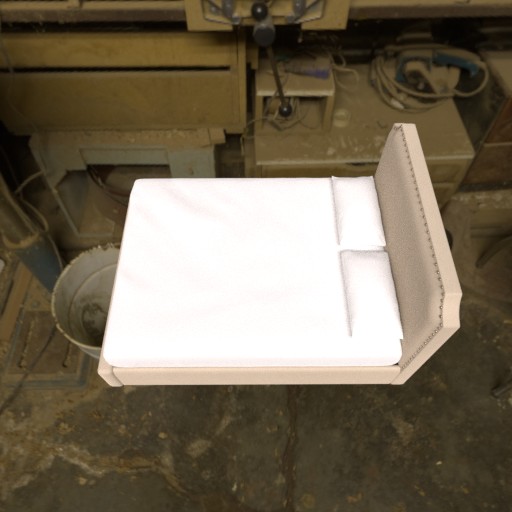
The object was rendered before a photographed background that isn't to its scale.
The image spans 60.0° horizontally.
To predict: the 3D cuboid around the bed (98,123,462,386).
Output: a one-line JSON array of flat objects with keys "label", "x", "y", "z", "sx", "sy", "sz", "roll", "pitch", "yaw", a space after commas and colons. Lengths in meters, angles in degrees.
[{"label": "bed", "x": 0.000, "y": 0.000, "z": 3.462, "sx": 2.329, "sy": 1.415, "sz": 1.703, "roll": 0, "pitch": 58, "yaw": 0}]
